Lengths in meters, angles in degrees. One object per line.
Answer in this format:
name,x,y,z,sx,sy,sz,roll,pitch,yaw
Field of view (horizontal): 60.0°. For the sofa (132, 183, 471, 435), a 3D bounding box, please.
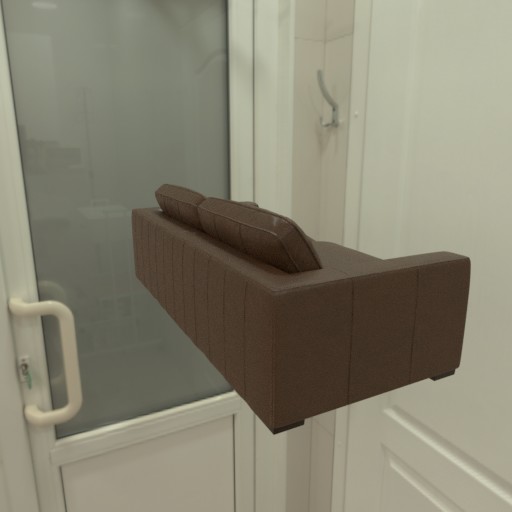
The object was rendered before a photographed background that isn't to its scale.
sofa,0.000,0.000,2.755,1.070,0.801,2.262,-7,16,-26
